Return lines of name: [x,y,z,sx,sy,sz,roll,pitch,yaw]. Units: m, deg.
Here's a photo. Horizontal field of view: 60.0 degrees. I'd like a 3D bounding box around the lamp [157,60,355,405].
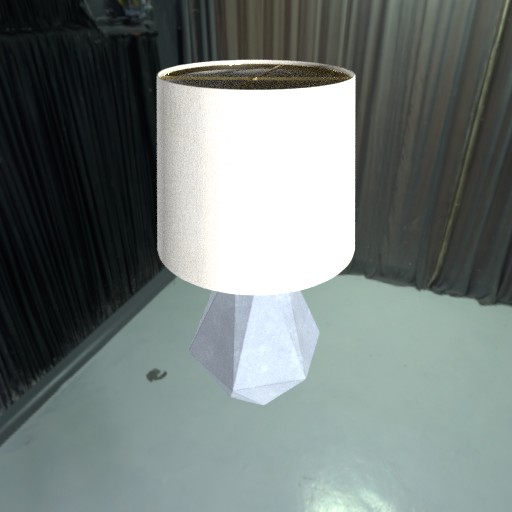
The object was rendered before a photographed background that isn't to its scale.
lamp: [0.000,0.000,0.647,0.276,0.501,0.276,0,31,0]
